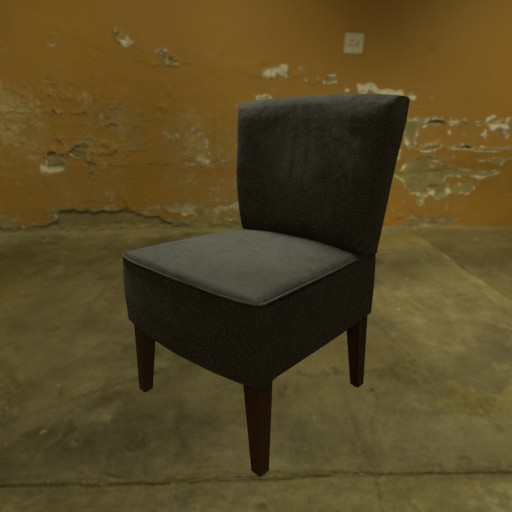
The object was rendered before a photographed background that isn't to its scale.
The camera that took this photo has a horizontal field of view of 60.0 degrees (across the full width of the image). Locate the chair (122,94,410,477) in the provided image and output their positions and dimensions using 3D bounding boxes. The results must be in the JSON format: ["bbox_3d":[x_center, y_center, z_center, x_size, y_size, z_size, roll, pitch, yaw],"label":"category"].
[{"bbox_3d":[0.000,0.000,1.154,0.521,0.806,0.554,15,22,42],"label":"chair"}]
